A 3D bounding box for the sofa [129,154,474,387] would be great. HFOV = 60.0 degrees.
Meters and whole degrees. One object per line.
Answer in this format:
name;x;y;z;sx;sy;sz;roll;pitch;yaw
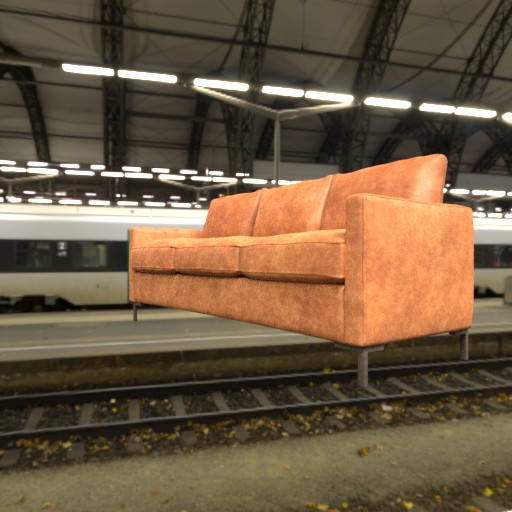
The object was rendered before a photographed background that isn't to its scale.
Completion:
sofa;0.000;0.000;2.392;0.748;0.863;2.029;0;-1;-37
